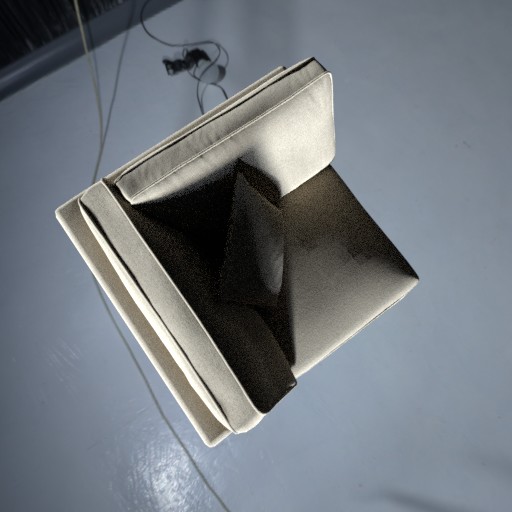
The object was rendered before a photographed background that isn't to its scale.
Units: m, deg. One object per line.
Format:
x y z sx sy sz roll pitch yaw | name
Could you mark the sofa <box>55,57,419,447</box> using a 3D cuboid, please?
0.000 0.000 1.973 1.146 1.002 1.084 -35 79 -8 | sofa
